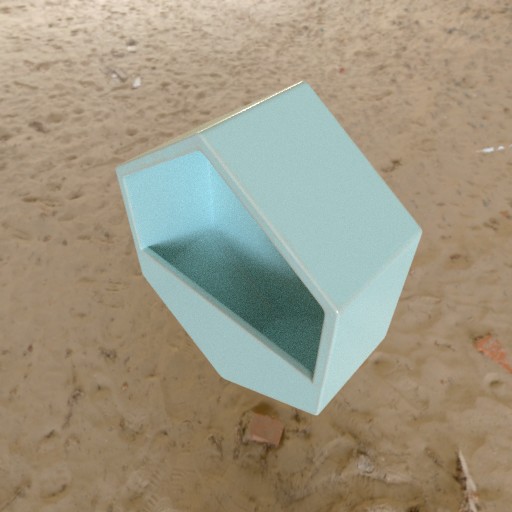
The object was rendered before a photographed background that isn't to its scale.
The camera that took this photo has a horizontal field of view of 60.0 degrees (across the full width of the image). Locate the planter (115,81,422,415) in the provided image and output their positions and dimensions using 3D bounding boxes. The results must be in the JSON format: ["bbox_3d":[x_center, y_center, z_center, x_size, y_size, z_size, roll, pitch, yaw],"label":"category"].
[{"bbox_3d":[0.000,0.000,0.288,0.169,0.207,0.078,33,53,29],"label":"planter"}]
